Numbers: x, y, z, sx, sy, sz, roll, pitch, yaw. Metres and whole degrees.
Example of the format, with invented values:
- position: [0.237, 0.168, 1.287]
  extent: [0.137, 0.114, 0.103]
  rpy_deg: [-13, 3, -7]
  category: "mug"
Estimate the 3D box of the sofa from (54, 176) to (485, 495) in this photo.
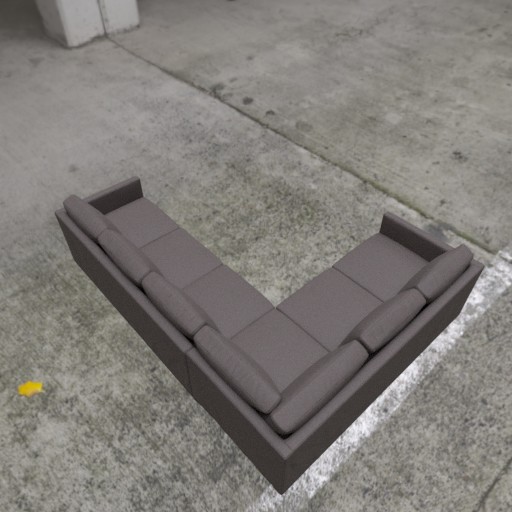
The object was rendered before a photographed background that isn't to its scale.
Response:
- position: [0.000, 0.000, 4.214]
  extent: [2.432, 0.871, 3.182]
  rpy_deg: [-33, 53, -28]
  category: "sofa"
